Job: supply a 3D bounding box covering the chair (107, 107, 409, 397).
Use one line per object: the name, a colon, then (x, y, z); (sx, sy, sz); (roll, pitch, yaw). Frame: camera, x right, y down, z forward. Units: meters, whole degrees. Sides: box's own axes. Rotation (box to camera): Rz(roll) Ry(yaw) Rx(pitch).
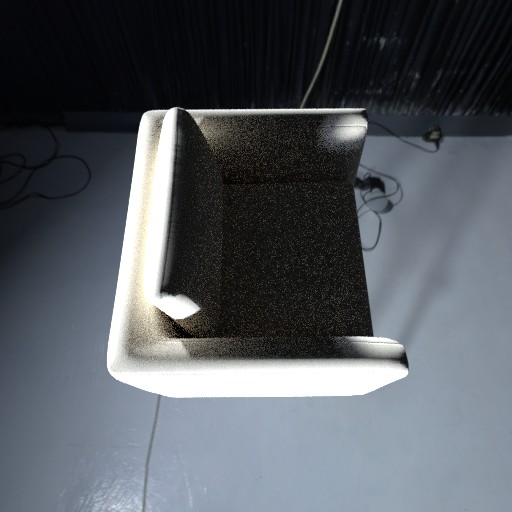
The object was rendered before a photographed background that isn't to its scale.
chair: (0.000, 0.000, 1.722); (0.889, 0.865, 1.041); (-1, 63, 0)
